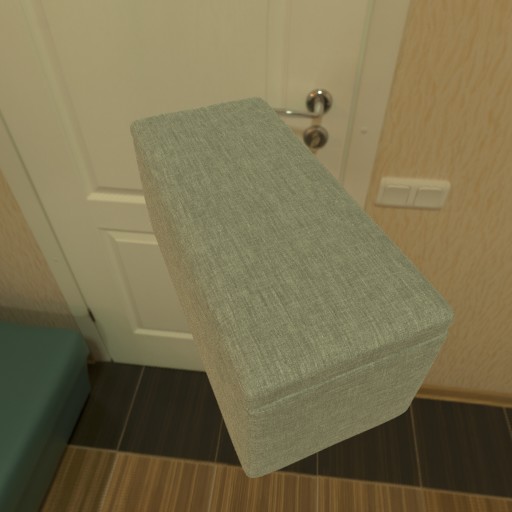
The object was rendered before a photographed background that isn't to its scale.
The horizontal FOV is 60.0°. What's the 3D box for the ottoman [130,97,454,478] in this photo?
[{"bbox_3d":[0.000,0.000,1.128,0.419,0.432,0.902,-17,48,-15],"label":"ottoman"}]
